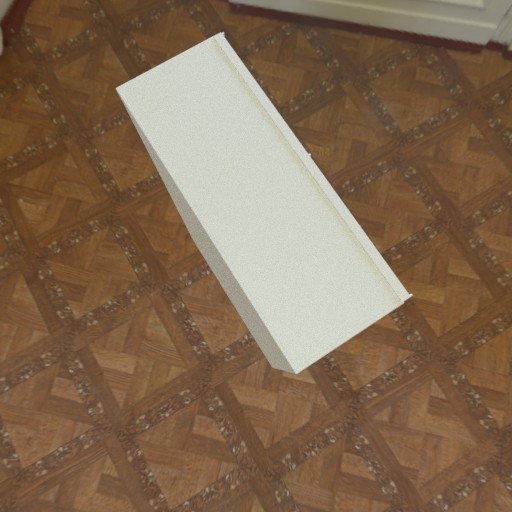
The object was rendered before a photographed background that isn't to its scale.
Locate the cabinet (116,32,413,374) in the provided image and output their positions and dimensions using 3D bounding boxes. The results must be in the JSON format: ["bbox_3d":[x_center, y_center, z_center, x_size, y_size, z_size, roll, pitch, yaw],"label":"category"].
[{"bbox_3d":[0.000,0.000,2.642,0.480,2.160,1.250,-32,78,-7],"label":"cabinet"}]
